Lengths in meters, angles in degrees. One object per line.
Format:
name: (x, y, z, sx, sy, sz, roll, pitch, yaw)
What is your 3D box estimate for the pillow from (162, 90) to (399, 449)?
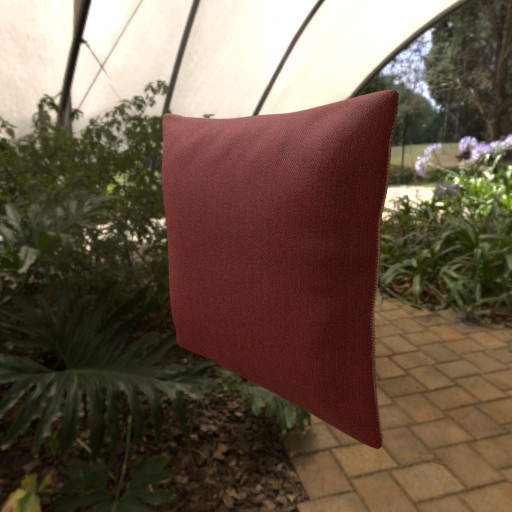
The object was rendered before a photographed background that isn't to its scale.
pillow: (0.000, 0.000, 0.764, 0.166, 0.497, 0.513, -13, 18, -43)
